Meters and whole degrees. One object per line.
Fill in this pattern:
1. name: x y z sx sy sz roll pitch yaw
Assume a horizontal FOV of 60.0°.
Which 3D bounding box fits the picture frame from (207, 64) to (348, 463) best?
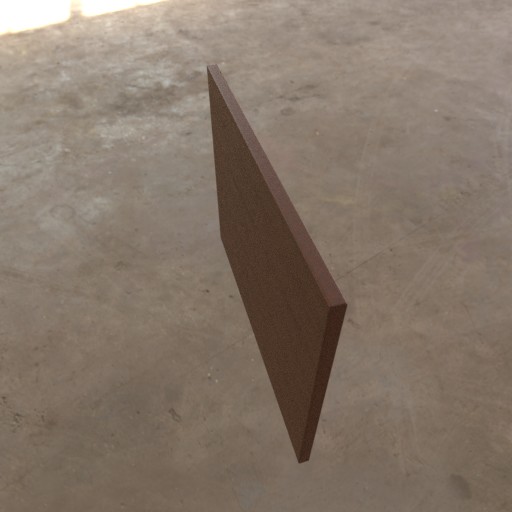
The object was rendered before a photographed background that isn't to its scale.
1. picture frame: 0.000 0.000 1.813 0.045 1.018 1.329 -12 48 -11
